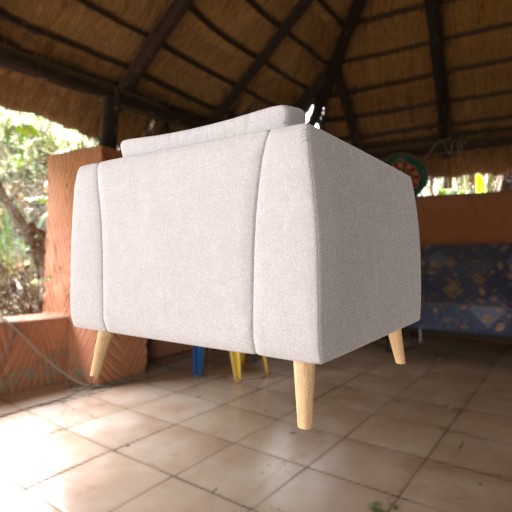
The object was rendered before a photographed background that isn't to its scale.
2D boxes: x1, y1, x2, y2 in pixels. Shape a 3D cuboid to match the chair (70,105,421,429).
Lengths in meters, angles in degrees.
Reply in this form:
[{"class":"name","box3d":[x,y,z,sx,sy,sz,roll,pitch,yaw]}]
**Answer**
[{"class":"chair","box3d":[0.000,0.000,1.688,1.000,0.860,0.930,0,0,35]}]
